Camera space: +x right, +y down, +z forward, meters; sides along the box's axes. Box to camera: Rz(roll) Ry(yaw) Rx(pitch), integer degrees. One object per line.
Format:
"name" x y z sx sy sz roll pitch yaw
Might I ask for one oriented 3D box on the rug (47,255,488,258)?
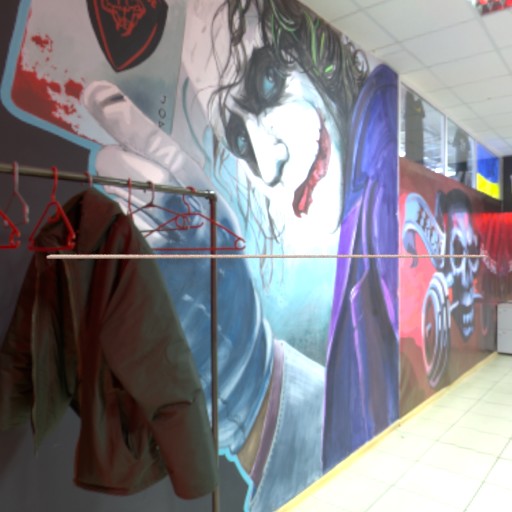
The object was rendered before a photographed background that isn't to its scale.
"rug" 0.000 0.000 2.328 1.839 0.012 1.219 0 0 -17
